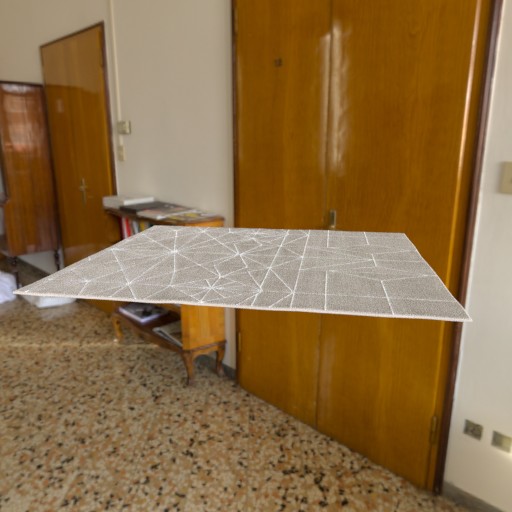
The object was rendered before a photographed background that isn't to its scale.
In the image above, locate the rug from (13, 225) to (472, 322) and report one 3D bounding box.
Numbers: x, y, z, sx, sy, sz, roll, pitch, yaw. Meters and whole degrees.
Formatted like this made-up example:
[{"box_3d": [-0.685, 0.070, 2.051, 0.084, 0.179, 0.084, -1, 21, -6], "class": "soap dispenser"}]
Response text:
[{"box_3d": [0.000, 0.000, 0.863, 0.639, 0.006, 0.548, 2, 15, 9], "class": "rug"}]
